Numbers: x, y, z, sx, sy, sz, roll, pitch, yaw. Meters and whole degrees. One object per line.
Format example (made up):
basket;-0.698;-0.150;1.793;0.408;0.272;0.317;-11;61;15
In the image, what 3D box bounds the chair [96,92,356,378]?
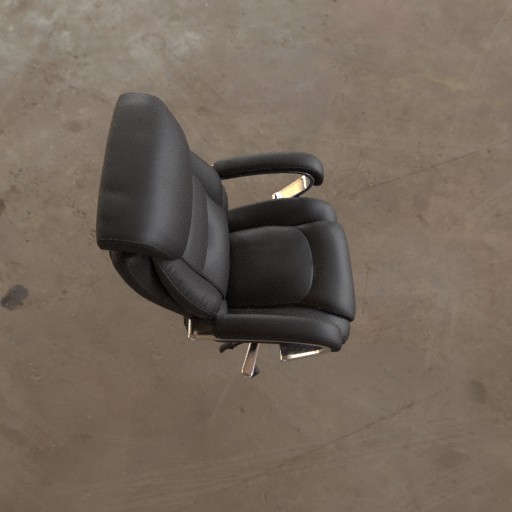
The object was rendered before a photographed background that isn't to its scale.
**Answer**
chair;0.000;0.000;1.661;0.790;1.183;0.755;-1;64;-1
